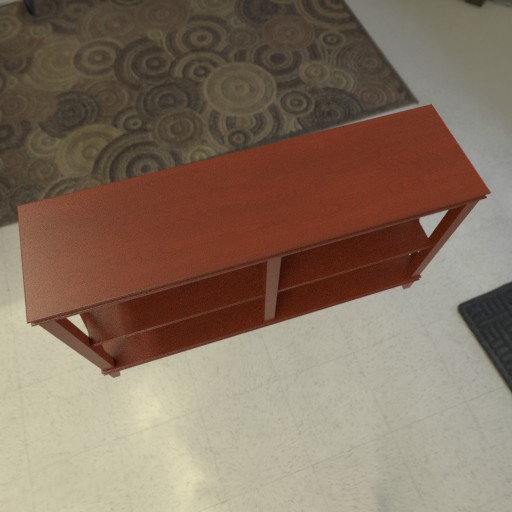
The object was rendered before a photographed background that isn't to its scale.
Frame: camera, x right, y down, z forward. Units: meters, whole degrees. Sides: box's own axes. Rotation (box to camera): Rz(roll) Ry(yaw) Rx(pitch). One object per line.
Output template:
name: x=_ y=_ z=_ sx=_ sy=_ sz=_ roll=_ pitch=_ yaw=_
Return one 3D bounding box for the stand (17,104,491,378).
stand: x=0.000 y=0.000 z=1.667 sx=1.372 sy=0.762 sz=0.381 roll=-16 pitch=64 yaw=-8
